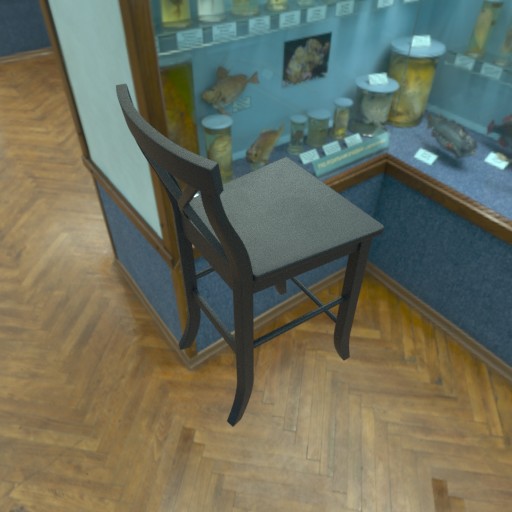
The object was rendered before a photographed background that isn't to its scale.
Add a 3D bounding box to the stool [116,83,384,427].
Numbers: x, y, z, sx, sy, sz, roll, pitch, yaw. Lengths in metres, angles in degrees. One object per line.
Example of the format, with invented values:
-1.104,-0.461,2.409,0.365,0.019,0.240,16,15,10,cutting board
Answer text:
0.000,0.000,1.322,0.559,0.989,0.452,-24,48,-24,stool
